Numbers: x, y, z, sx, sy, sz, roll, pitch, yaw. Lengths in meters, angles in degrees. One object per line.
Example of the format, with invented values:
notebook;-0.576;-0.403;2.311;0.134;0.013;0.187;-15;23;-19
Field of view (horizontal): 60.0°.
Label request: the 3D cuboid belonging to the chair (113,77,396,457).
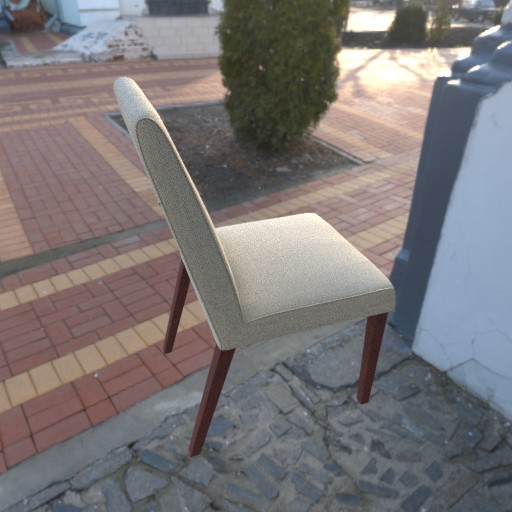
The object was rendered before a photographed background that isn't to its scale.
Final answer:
chair;0.000;0.000;1.197;0.594;0.900;0.480;-10;32;-17
